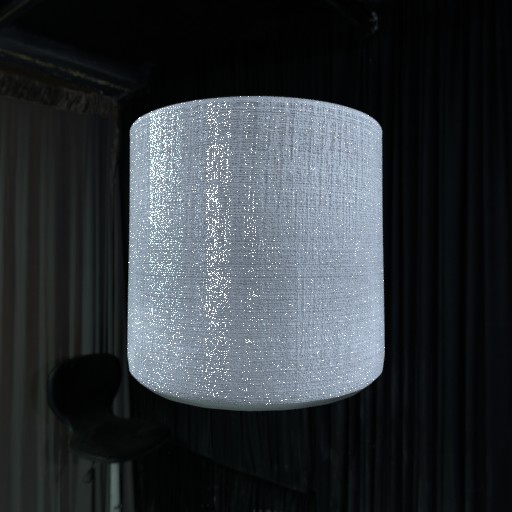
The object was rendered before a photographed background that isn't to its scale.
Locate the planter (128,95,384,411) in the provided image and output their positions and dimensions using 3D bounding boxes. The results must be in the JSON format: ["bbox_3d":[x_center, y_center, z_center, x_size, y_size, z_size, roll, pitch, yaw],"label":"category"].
[{"bbox_3d":[0.000,0.000,0.288,0.160,0.156,0.160,0,0,0],"label":"planter"}]
